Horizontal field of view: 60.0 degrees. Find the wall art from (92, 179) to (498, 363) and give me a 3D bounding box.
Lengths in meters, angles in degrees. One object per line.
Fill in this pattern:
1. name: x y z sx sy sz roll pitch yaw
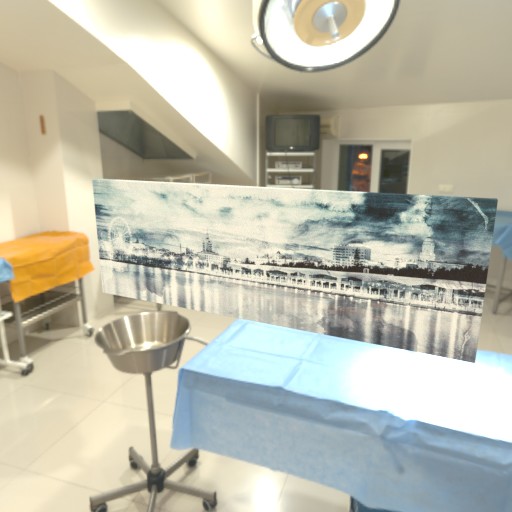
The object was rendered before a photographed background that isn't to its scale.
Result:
1. wall art: 0.000 0.000 1.644 1.524 0.509 0.037 7 16 25
